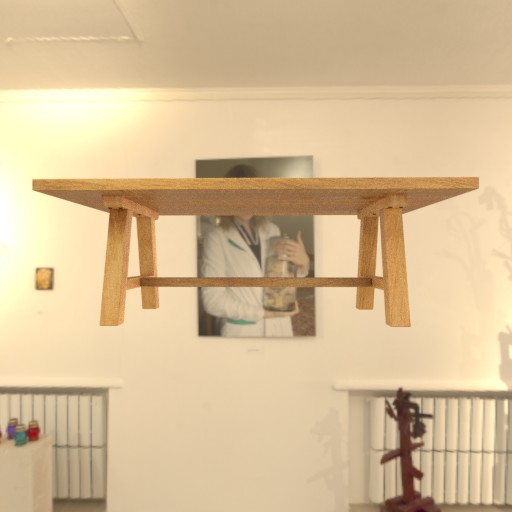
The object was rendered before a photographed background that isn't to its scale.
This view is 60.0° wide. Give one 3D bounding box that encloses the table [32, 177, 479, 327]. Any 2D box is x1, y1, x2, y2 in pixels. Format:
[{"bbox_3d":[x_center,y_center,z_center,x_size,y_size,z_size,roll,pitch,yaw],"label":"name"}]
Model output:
[{"bbox_3d":[0.000,0.000,1.686,1.320,0.455,0.760,0,0,1],"label":"table"}]
